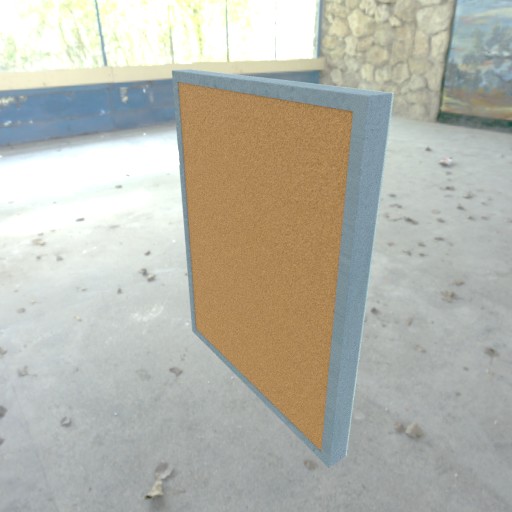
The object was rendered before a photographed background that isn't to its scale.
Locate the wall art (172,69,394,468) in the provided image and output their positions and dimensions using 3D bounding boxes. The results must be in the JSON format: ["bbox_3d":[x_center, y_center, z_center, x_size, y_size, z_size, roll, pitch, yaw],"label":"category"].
[{"bbox_3d":[0.000,0.000,0.684,0.037,0.509,0.409,-18,32,-32],"label":"wall art"}]
